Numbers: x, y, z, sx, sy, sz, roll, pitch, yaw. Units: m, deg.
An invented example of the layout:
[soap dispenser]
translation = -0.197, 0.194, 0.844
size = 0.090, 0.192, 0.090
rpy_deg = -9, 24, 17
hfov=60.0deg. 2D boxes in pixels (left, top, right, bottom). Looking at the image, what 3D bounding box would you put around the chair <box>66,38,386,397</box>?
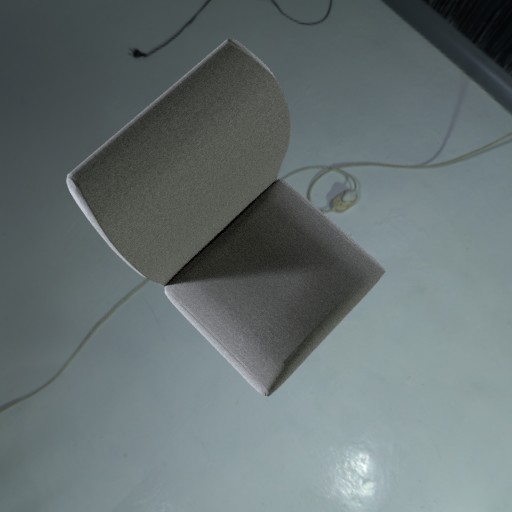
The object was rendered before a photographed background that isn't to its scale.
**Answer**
[chair]
translation = 0.000, 0.000, 1.196
size = 0.592, 0.804, 0.513
rpy_deg = 42, 80, 10
